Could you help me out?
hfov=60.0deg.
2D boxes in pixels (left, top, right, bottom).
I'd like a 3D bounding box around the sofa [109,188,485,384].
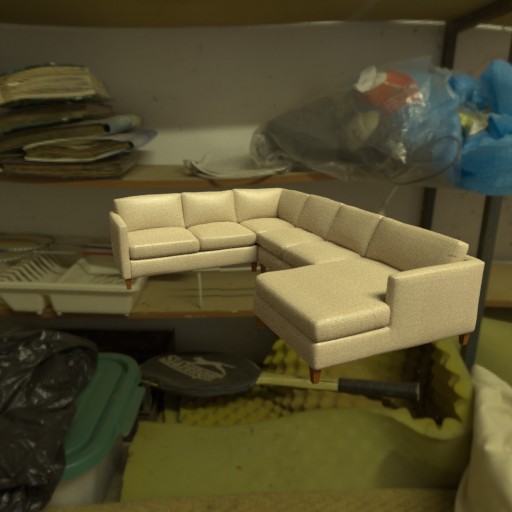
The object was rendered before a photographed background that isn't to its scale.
[{"bbox_3d":[0.000,0.000,4.643,2.594,0.961,3.460,-7,18,-23],"label":"sofa"}]
